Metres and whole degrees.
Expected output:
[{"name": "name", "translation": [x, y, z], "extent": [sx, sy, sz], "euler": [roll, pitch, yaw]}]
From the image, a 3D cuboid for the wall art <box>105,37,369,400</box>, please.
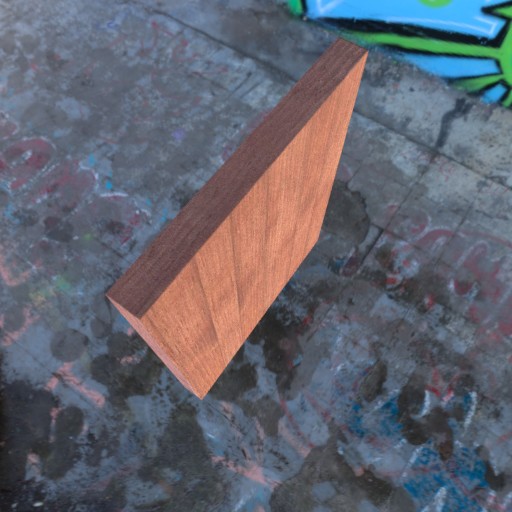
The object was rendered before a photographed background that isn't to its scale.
[{"name": "wall art", "translation": [0.000, 0.000, 0.629], "extent": [0.039, 0.449, 0.377], "euler": [32, 68, 14]}]
